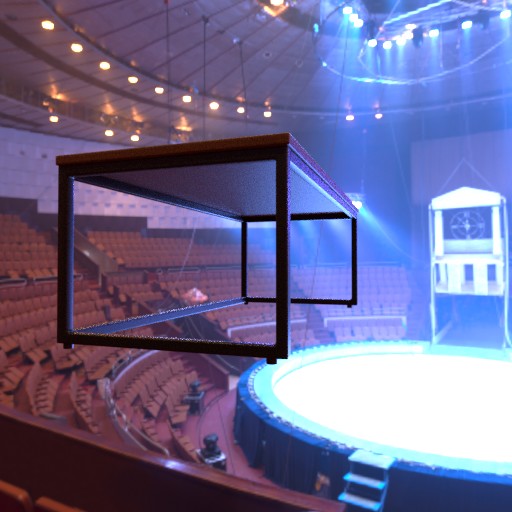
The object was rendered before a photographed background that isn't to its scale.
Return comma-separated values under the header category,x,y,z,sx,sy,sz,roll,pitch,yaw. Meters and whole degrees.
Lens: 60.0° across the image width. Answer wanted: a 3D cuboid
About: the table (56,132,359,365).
category,x,y,z,sx,sy,sz,roll,pitch,yaw
table,0.000,0.000,1.352,0.500,0.400,1.100,0,-1,19
